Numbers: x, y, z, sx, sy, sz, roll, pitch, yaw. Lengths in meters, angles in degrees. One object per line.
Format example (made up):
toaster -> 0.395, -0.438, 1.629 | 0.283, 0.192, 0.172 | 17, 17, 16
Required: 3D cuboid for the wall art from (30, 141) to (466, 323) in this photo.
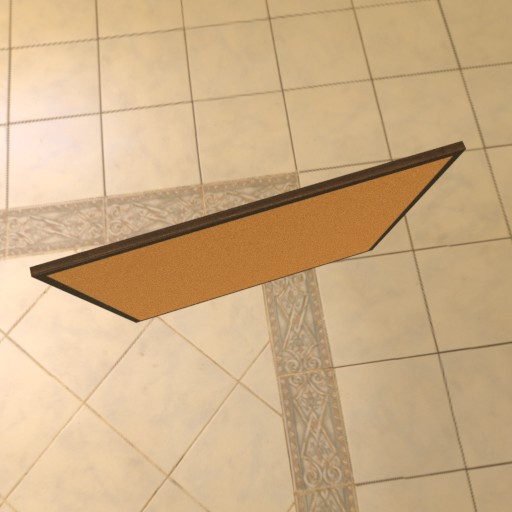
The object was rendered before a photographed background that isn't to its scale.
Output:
wall art -> 0.000, 0.000, 1.431 | 1.033, 0.875, 0.023 | -17, 76, -4
